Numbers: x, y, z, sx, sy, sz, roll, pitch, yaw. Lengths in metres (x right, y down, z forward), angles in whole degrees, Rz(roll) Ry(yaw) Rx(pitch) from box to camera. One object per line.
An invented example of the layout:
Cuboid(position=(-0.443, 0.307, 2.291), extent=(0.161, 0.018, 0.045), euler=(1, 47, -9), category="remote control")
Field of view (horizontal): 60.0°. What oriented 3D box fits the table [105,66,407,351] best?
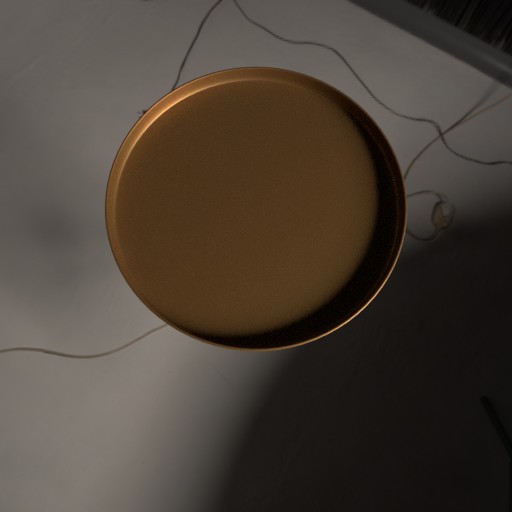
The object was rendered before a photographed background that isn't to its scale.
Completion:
Cuboid(position=(0.000, 0.000, 0.672), extent=(0.299, 0.480, 0.299), euler=(32, 78, 8), category="table")
